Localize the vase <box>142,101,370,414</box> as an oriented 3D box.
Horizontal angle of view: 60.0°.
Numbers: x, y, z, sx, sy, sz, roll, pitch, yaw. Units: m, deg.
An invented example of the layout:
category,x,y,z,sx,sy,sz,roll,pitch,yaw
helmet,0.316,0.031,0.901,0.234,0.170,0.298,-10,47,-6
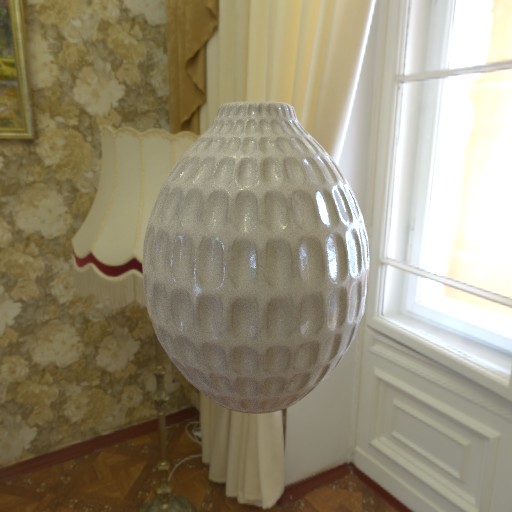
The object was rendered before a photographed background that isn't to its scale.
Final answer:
category,x,y,z,sx,sy,sz,roll,pitch,yaw
vase,0.000,0.000,0.256,0.128,0.167,0.128,0,15,0
